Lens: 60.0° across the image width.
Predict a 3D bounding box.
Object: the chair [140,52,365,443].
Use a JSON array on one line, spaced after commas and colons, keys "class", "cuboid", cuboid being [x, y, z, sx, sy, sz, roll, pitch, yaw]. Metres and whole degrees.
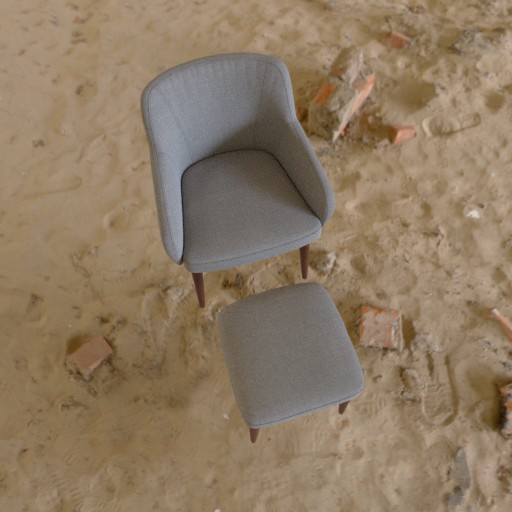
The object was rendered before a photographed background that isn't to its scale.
[{"class": "chair", "cuboid": [0.000, 0.000, 1.546, 0.584, 0.799, 1.107, -15, 65, -7]}]
